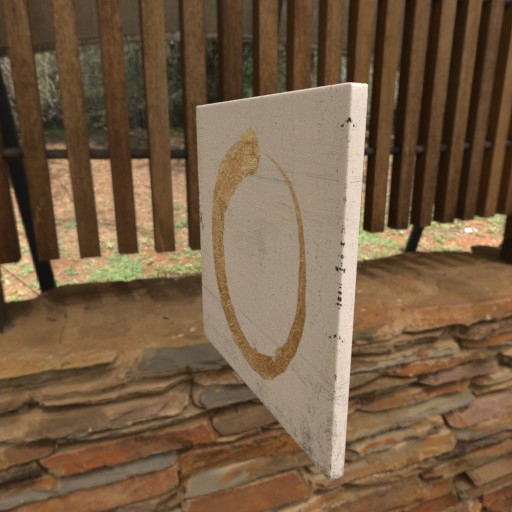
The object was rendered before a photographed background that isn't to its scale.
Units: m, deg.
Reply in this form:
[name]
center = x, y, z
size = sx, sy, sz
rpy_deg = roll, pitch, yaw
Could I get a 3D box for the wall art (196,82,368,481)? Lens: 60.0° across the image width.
[wall art]
center = 0.000, 0.000, 1.134
size = 0.038, 0.762, 0.762
rpy_deg = -8, 17, -25
